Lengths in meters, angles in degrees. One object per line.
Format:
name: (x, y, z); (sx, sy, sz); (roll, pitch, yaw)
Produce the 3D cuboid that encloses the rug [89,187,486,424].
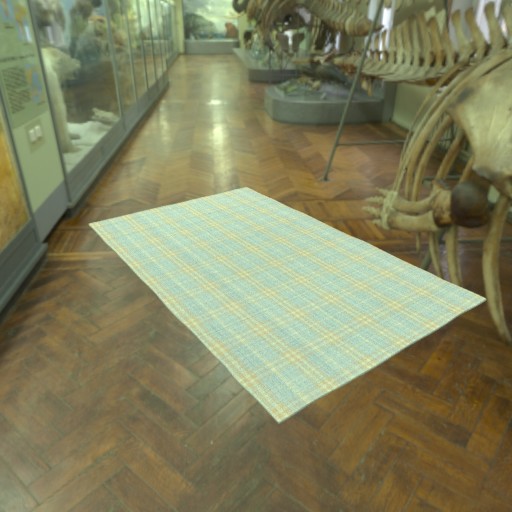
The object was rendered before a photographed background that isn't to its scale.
rug: (0.000, 0.000, 3.058); (1.545, 0.016, 2.460); (-19, 33, -31)
